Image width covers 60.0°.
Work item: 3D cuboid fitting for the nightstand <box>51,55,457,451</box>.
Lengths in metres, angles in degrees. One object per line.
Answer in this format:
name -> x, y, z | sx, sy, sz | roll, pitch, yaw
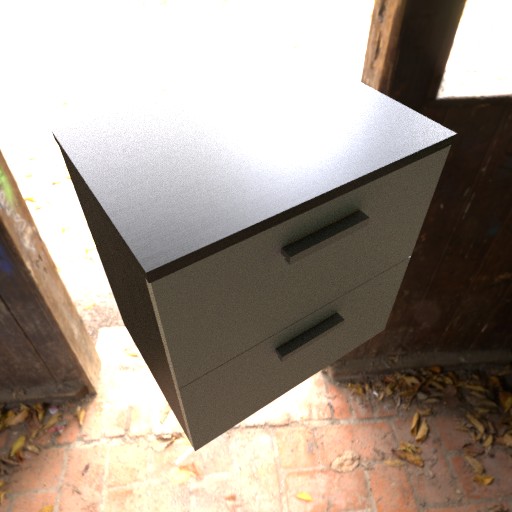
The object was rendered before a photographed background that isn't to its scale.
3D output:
nightstand -> 0.000, 0.000, 0.748 | 0.441, 0.460, 0.325 | -26, 51, -23
